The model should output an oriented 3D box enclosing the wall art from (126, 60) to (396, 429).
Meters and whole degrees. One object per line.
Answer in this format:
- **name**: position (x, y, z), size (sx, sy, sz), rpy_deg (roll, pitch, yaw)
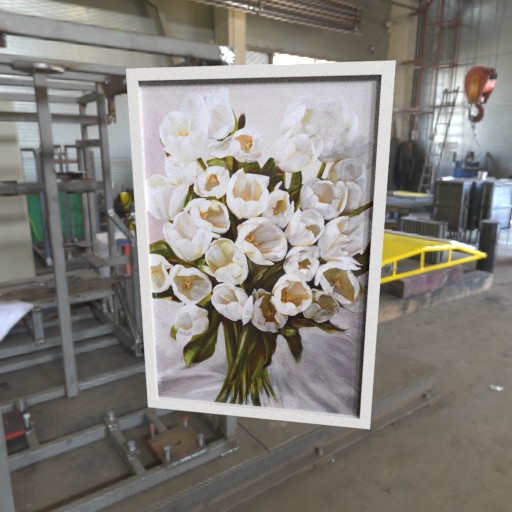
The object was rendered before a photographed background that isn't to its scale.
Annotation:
- **wall art**: position (0.000, 0.000, 0.538), size (0.293, 0.428, 0.025), rpy_deg (2, 14, 9)
